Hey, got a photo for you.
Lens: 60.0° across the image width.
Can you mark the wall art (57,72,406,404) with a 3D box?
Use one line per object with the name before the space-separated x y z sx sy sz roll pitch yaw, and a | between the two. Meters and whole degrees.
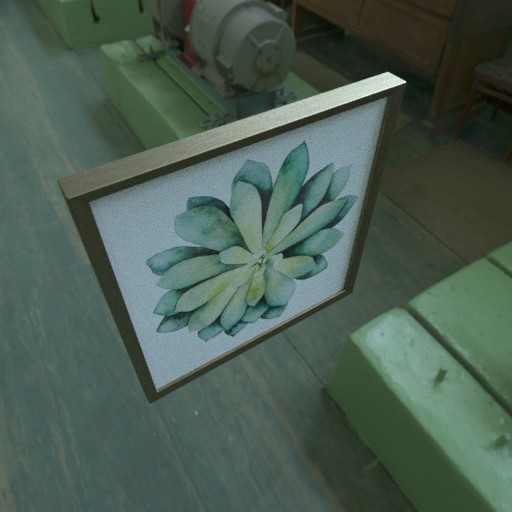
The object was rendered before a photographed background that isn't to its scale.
wall art | 0.000 0.000 0.762 0.503 0.506 0.040 -25 52 -21
